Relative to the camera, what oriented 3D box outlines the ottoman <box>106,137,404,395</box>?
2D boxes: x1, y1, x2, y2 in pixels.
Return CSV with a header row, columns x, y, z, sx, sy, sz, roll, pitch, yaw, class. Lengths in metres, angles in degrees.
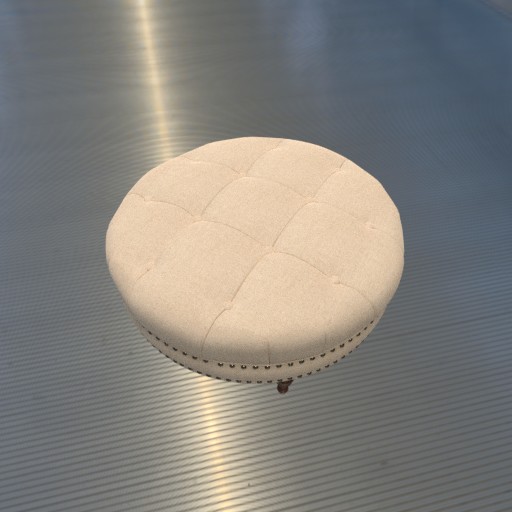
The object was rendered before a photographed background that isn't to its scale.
x,y,z,sx,sy,sz,roll,pitch,yaw,class
0.000,0.000,1.520,0.940,0.483,0.940,0,47,0,ottoman
